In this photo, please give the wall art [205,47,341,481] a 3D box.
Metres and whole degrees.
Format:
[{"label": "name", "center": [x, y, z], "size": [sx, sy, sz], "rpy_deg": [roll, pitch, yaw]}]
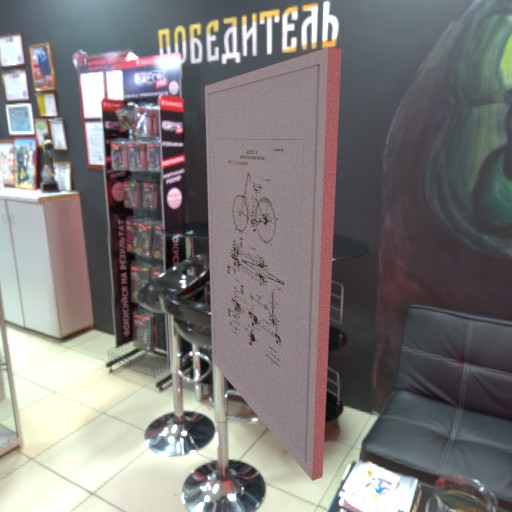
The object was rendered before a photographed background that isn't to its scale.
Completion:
[{"label": "wall art", "center": [0.000, 0.000, 0.616], "size": [0.015, 0.477, 0.332], "rpy_deg": [-7, 16, -26]}]
